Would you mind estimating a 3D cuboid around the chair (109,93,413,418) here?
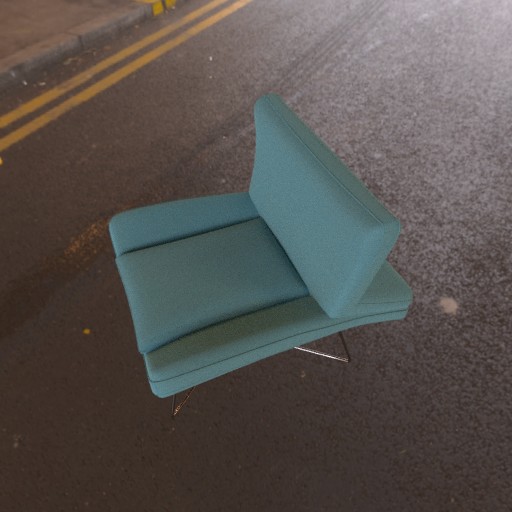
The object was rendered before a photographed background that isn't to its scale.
[{"bbox_3d":[0.000,0.000,1.694,1.008,0.855,0.859,-16,48,-15],"label":"chair"}]
